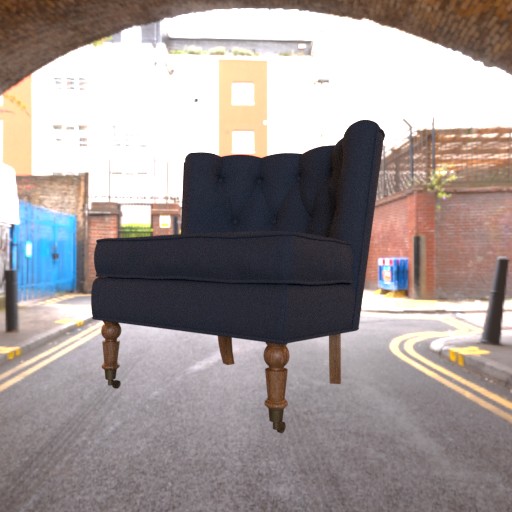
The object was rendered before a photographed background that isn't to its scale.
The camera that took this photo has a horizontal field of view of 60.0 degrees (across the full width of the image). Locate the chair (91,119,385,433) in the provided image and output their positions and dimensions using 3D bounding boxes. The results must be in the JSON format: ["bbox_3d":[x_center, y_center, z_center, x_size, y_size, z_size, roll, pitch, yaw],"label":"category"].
[{"bbox_3d":[0.000,0.000,1.372,0.740,0.771,0.718,0,-1,36],"label":"chair"}]
